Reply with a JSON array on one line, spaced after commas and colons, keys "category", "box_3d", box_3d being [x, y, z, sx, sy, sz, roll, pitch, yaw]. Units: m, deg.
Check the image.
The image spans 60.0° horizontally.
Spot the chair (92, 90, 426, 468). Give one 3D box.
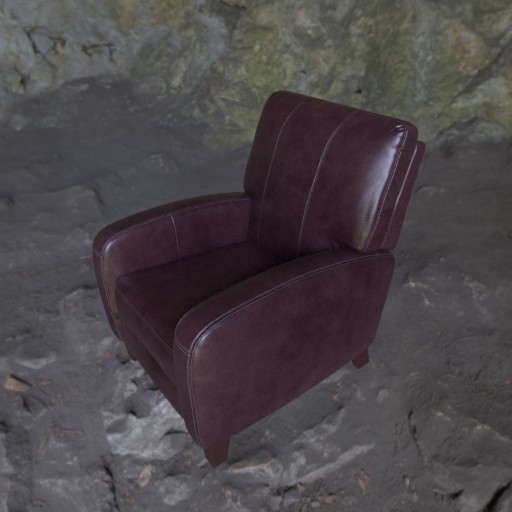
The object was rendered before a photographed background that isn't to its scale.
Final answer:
[{"category": "chair", "box_3d": [0.000, 0.000, 1.630, 0.990, 0.990, 0.762, -22, 38, -31]}]
